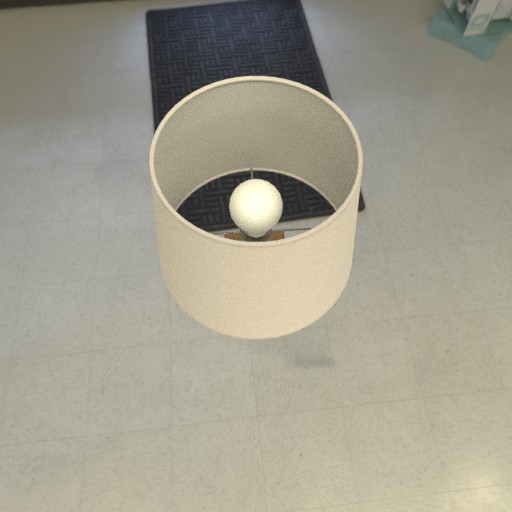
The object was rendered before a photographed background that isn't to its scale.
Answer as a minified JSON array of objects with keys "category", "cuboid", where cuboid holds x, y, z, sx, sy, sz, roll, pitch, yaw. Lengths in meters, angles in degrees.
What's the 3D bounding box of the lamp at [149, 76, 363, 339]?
[{"category":"lamp","cuboid":[0.000,0.000,0.607,0.251,0.435,0.251,0,63,0]}]
